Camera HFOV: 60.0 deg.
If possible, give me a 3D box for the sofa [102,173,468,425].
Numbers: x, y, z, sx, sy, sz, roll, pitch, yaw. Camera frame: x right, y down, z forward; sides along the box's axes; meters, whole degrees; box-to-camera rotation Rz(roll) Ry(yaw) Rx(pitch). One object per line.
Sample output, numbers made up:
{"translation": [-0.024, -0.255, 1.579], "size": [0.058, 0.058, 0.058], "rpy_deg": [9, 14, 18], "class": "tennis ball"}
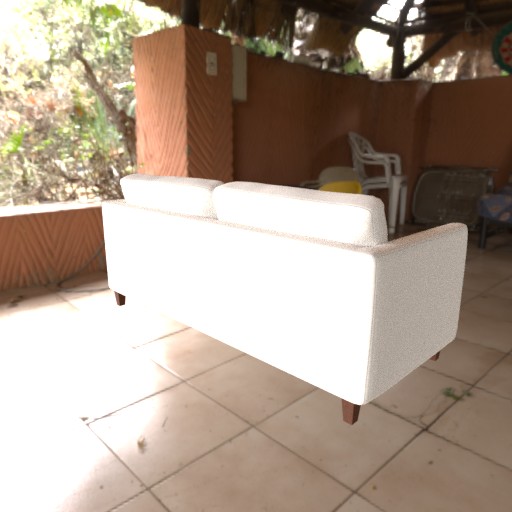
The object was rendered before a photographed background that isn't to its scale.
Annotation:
{"translation": [0.000, 0.000, 2.670], "size": [0.924, 0.933, 2.139], "rpy_deg": [-14, 20, -43], "class": "sofa"}
